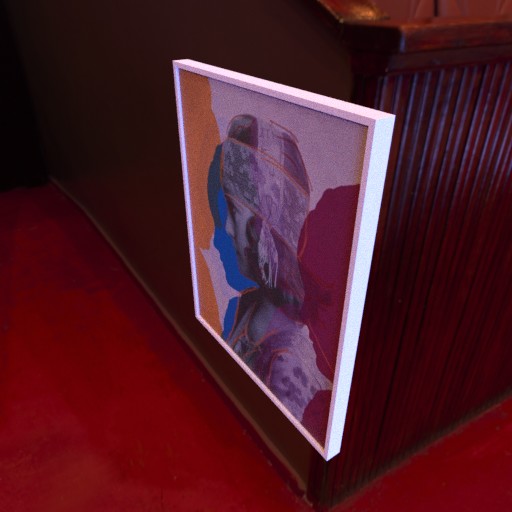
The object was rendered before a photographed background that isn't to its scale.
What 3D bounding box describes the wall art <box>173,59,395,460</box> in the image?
[{"bbox_3d":[0.000,0.000,0.735,0.030,0.549,0.443,-20,37,-29],"label":"wall art"}]
